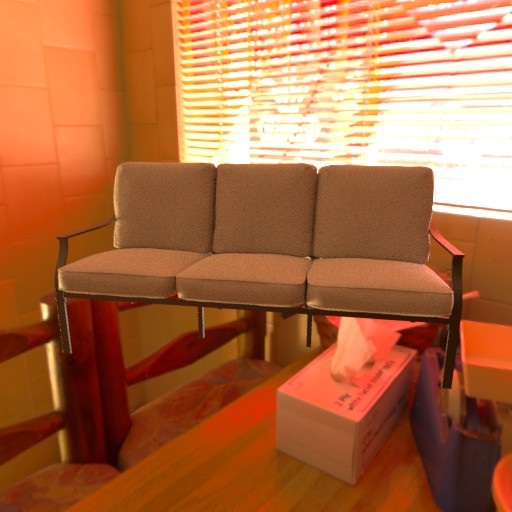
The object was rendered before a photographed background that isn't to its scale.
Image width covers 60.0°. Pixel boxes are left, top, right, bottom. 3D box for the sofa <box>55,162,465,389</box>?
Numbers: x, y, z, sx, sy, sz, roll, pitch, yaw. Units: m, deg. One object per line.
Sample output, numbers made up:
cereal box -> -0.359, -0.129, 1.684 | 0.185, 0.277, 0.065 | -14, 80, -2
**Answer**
sofa -> 0.000, 0.000, 2.155 | 1.740, 0.860, 0.787 | 3, 16, 10
